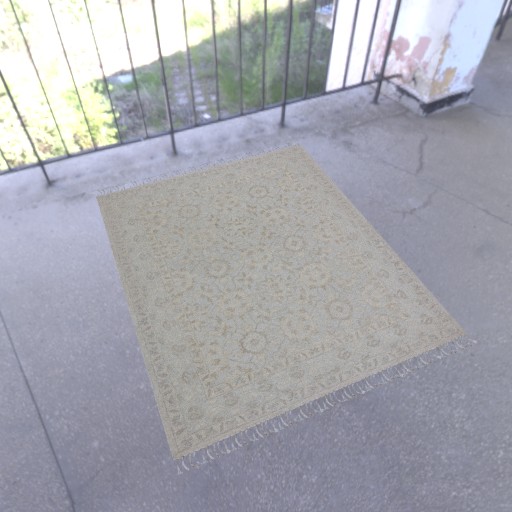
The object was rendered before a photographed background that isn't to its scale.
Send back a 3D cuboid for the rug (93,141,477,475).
[{"bbox_3d":[0.000,0.000,4.044,2.444,0.013,3.043,-18,50,-16],"label":"rug"}]
